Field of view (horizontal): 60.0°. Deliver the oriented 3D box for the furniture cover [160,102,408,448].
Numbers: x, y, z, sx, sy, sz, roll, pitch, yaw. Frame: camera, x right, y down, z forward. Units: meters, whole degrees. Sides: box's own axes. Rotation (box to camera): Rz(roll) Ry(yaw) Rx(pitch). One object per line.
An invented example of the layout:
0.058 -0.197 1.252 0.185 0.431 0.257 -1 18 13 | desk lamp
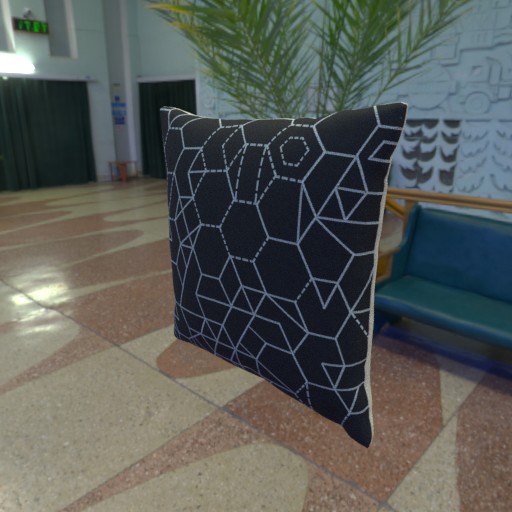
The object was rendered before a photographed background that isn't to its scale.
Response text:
0.000 0.000 0.784 0.517 0.508 0.158 16 24 42 | furniture cover
